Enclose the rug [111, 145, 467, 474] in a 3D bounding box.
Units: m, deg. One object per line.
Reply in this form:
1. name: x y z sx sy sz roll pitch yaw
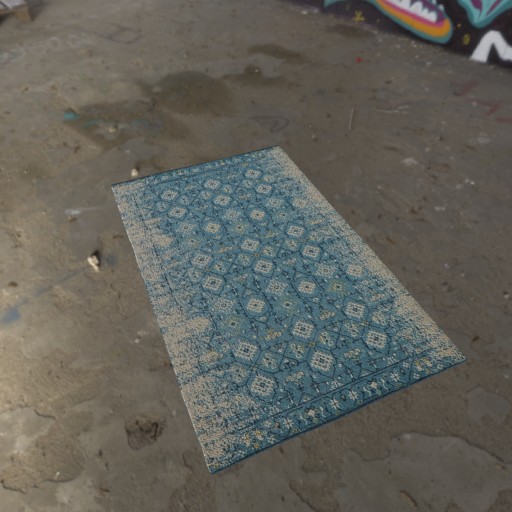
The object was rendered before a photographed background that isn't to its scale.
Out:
1. rug: 0.000 0.000 3.043 1.530 0.015 2.449 -17 48 -16
